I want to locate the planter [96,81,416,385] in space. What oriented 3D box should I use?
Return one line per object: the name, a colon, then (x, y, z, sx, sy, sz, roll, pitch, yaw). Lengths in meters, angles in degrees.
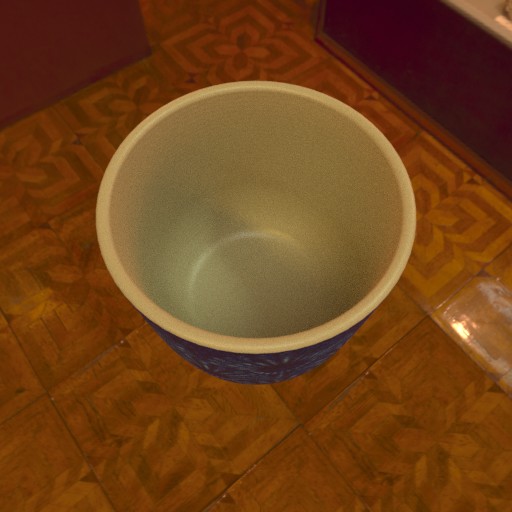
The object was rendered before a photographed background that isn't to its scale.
planter: (0.000, 0.000, 0.221, 0.124, 0.109, 0.124, 0, 64, 0)
